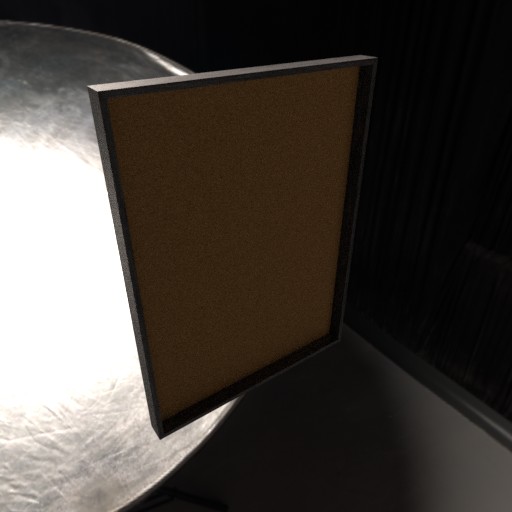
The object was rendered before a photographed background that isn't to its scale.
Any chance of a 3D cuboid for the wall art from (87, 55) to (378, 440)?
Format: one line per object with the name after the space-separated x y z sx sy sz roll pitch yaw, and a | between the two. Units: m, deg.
0.000 0.000 1.295 0.762 1.016 0.063 -20 37 -30 | wall art
